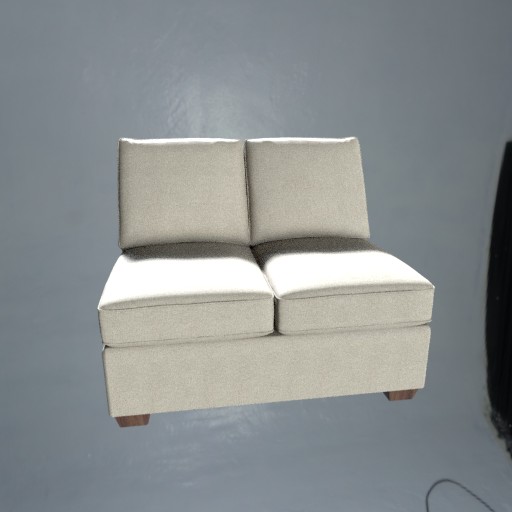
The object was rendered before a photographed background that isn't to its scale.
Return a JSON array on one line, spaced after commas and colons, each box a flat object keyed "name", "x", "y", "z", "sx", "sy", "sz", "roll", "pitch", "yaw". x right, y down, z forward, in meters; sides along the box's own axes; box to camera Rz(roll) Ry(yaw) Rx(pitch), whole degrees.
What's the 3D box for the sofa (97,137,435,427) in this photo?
[{"name": "sofa", "x": 0.000, "y": 0.000, "z": 1.980, "sx": 1.232, "sy": 1.006, "sz": 0.978, "roll": -3, "pitch": 17, "yaw": -8}]
